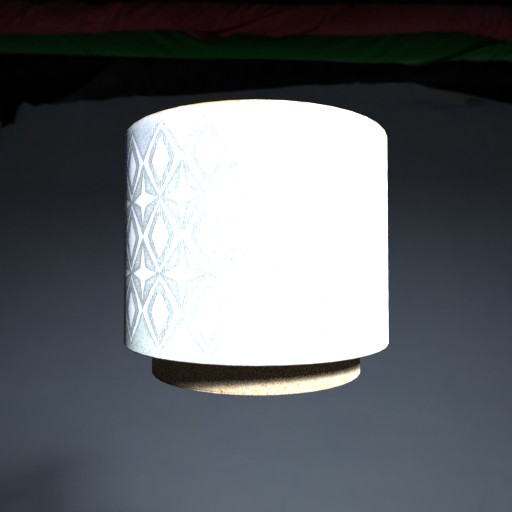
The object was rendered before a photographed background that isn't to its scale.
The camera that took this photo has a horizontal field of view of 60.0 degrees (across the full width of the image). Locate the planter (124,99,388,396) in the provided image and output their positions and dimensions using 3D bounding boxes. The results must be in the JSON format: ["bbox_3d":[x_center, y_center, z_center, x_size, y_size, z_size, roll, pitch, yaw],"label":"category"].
[{"bbox_3d":[0.000,0.000,0.447,0.255,0.223,0.255,0,-1,0],"label":"planter"}]
